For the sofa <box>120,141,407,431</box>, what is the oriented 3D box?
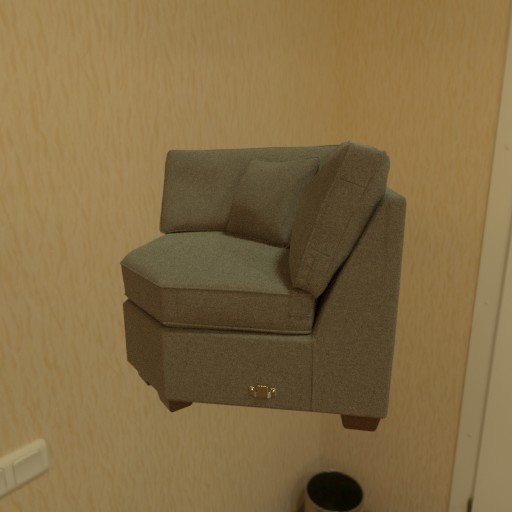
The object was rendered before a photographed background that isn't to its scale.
[{"bbox_3d":[0.000,0.000,1.890,1.050,0.951,1.042,3,14,10],"label":"sofa"}]
